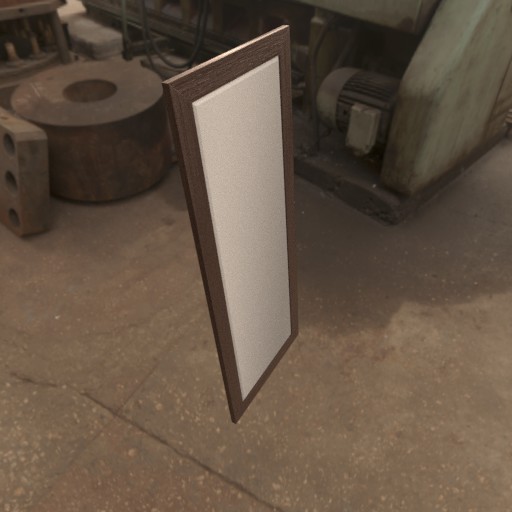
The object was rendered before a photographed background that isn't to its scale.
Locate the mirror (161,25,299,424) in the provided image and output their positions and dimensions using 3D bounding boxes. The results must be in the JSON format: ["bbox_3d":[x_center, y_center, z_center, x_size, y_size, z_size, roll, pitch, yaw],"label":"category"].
[{"bbox_3d":[0.000,0.000,2.327,0.221,2.020,0.812,22,46,23],"label":"mirror"}]
